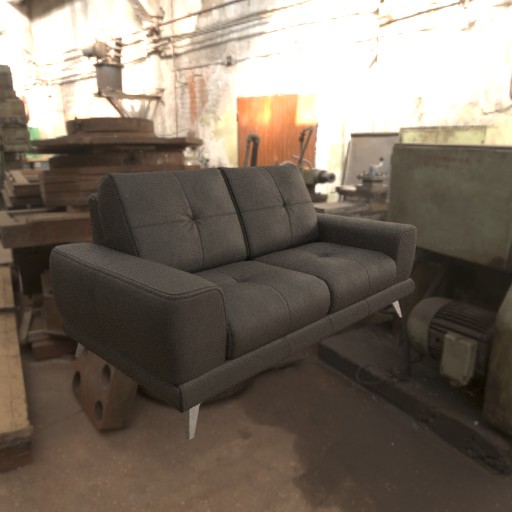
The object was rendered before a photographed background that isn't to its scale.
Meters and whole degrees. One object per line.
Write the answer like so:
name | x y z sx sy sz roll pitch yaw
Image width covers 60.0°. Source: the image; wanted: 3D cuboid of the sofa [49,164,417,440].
sofa | 0.000 0.000 2.358 1.018 0.907 1.806 13 20 42
